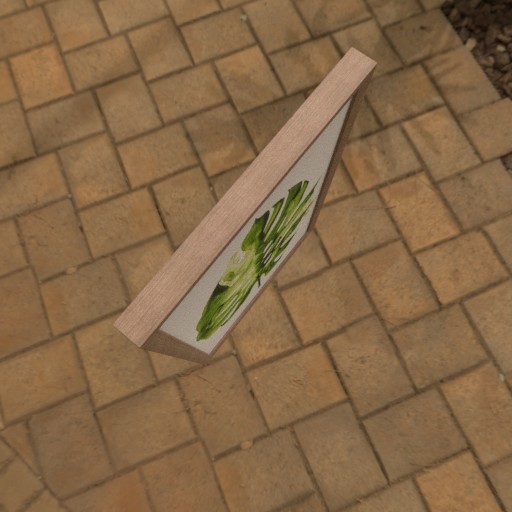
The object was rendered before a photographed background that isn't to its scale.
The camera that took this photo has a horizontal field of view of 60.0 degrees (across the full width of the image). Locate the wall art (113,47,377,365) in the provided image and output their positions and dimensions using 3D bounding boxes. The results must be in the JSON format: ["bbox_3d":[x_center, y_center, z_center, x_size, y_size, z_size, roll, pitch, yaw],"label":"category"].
[{"bbox_3d":[0.000,0.000,0.653,0.031,0.509,0.356,37,78,9],"label":"wall art"}]
